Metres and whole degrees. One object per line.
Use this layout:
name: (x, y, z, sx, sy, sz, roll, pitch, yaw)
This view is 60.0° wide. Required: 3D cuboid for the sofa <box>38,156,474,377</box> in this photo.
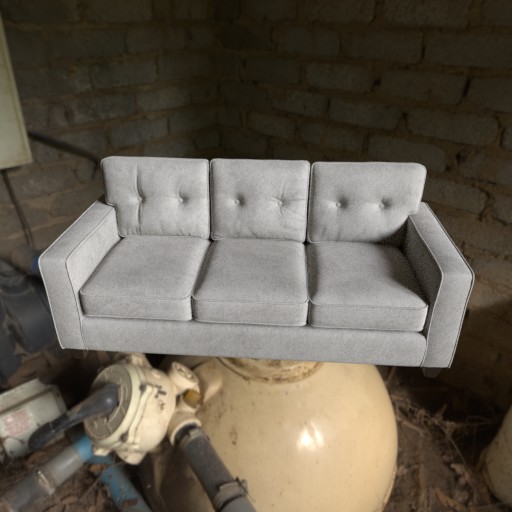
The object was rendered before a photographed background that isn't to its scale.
sofa: (0.000, 0.000, 2.585, 2.133, 0.965, 0.939, 2, 29, 4)
